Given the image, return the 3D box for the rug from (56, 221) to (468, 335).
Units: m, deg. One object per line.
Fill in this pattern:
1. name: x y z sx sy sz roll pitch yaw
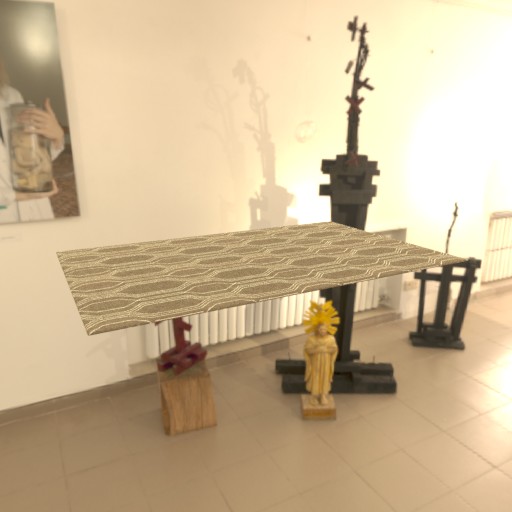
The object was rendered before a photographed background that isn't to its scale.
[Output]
1. rug: 0.000 0.000 3.111 2.457 0.012 1.541 -8 18 -27
